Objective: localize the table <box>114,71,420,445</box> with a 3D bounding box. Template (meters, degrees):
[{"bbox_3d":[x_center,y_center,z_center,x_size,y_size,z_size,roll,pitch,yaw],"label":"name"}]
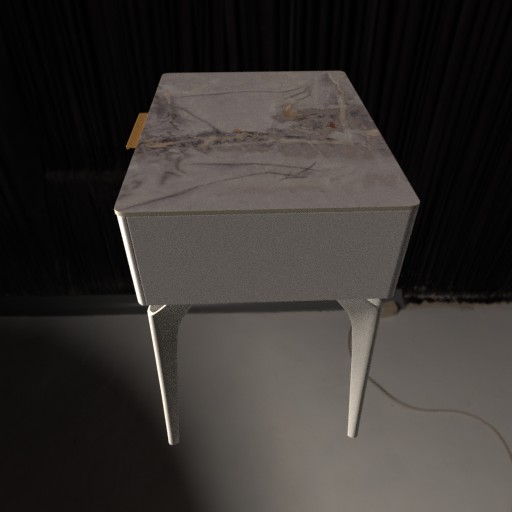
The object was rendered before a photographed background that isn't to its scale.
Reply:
[{"bbox_3d":[0.000,0.000,0.906,0.400,0.570,0.500,-1,40,-2],"label":"table"}]
